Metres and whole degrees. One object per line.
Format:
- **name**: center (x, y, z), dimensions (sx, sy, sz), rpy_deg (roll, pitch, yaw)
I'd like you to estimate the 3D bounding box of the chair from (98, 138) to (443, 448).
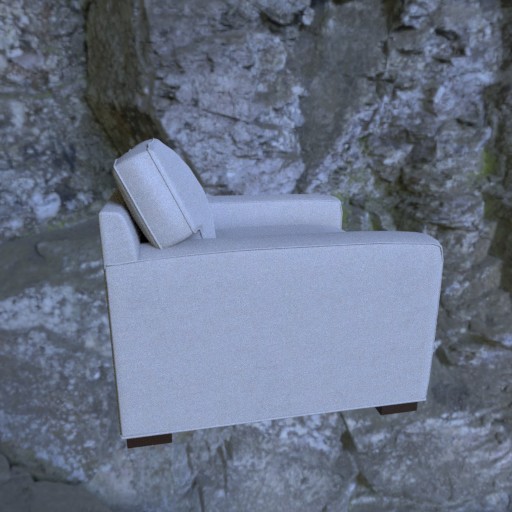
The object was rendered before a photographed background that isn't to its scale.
- **chair**: center (0.000, 0.000, 1.791), dimensions (1.043, 0.913, 0.998), rpy_deg (-3, 17, -11)
